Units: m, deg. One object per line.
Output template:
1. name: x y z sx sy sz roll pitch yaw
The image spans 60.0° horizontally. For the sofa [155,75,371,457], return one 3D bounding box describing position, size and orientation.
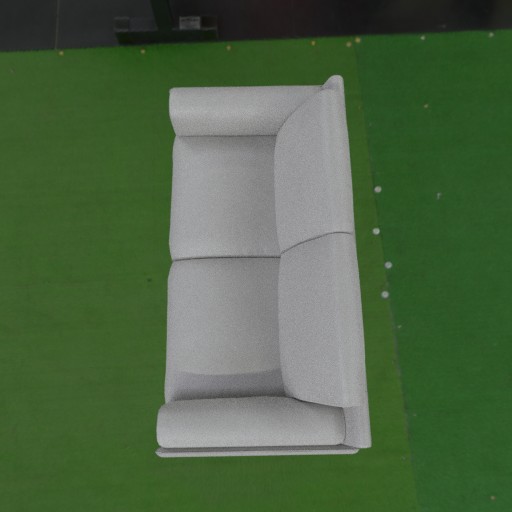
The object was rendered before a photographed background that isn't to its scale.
1. sofa: 0.000 0.000 2.562 1.049 0.930 2.101 -1 75 0
